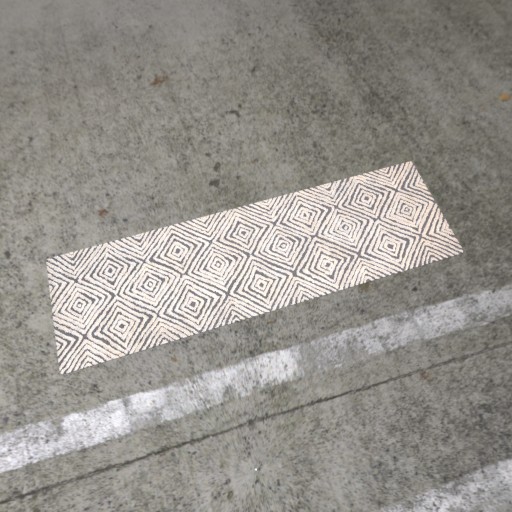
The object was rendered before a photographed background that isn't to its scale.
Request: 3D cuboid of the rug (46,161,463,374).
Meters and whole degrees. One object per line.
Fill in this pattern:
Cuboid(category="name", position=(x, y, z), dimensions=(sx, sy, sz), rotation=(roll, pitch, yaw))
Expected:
Cuboid(category="rug", position=(0.000, 0.000, 2.517), dimensions=(2.277, 0.008, 0.676), rotation=(-16, 65, -8))
